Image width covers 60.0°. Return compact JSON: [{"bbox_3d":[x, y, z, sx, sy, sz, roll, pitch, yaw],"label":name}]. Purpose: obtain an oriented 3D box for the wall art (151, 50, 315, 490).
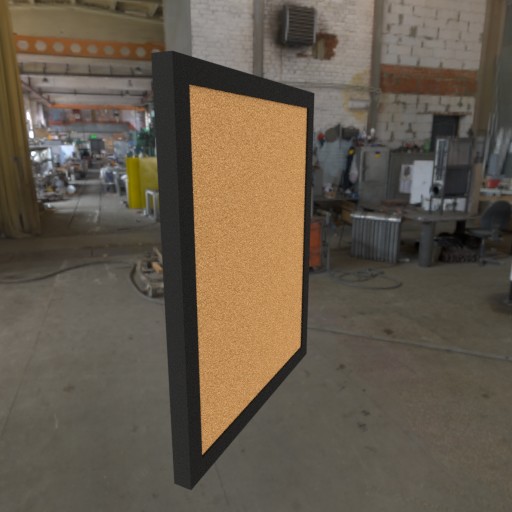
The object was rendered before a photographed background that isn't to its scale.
[{"bbox_3d":[0.000,0.000,0.746,0.029,0.559,0.457,7,16,26],"label":"wall art"}]
